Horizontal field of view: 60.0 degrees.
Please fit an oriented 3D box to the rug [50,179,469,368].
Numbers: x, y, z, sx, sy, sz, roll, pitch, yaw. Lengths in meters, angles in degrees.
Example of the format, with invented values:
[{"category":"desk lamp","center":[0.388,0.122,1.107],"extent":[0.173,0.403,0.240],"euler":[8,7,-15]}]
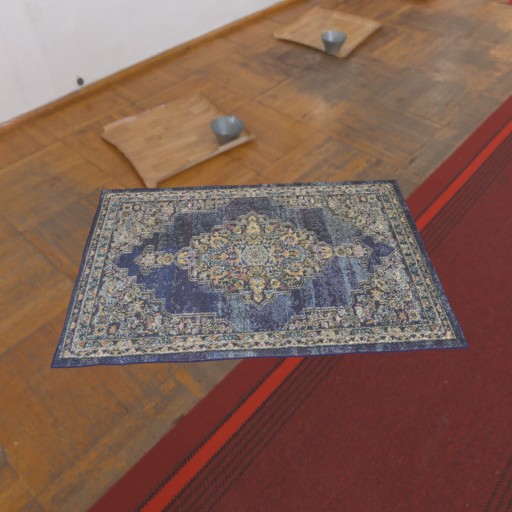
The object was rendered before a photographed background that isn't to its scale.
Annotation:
[{"category":"rug","center":[0.000,0.000,2.274],"extent":[1.781,0.012,1.184],"euler":[-2,47,-2]}]
